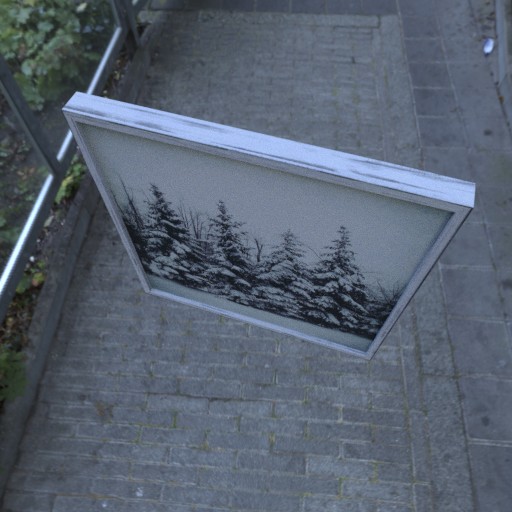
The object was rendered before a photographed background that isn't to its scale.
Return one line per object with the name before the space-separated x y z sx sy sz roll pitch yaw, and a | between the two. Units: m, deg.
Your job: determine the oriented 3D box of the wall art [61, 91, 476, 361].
wall art | 0.000 0.000 0.743 0.506 0.506 0.038 15 59 9
